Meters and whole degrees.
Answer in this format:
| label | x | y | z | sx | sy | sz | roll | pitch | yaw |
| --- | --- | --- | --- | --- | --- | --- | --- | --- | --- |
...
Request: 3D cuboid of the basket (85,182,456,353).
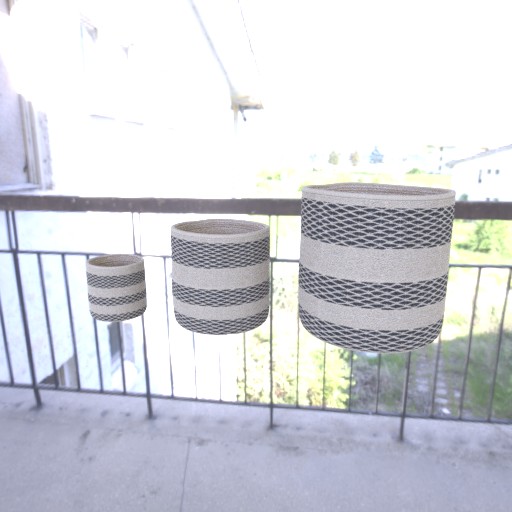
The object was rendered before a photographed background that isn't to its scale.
| label | x | y | z | sx | sy | sz | roll | pitch | yaw |
| --- | --- | --- | --- | --- | --- | --- | --- | --- | --- |
| basket | 0.000 | 0.000 | 1.123 | 0.917 | 0.356 | 0.351 | 2 | 13 | 9 |
